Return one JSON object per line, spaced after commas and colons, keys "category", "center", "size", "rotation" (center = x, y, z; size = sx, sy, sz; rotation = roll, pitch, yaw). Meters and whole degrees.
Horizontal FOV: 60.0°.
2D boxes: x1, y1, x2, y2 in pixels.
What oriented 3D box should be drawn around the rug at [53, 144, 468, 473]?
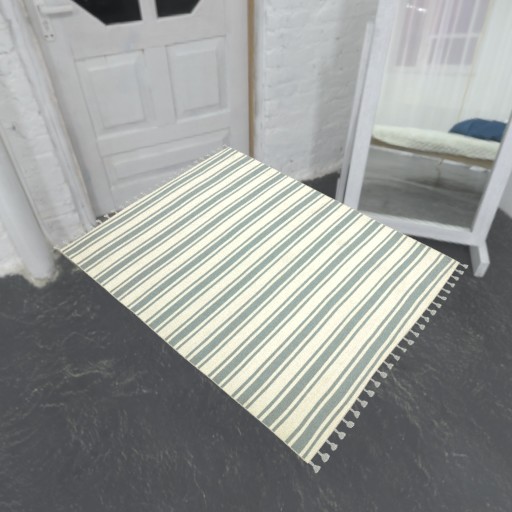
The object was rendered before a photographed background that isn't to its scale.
{"category": "rug", "center": [0.000, 0.000, 4.249], "size": [3.201, 0.005, 2.439], "rotation": [32, 54, 27]}
